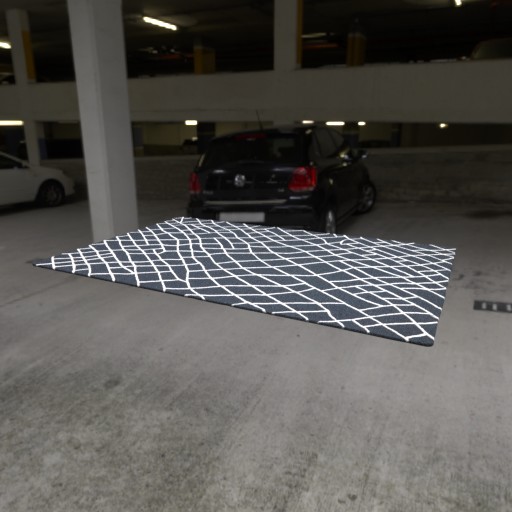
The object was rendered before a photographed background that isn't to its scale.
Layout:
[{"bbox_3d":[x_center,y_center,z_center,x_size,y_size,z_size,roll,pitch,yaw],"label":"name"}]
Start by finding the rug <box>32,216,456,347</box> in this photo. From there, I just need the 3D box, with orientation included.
[{"bbox_3d":[0.000,0.000,2.278,1.830,0.013,1.223,8,19,25],"label":"rug"}]
